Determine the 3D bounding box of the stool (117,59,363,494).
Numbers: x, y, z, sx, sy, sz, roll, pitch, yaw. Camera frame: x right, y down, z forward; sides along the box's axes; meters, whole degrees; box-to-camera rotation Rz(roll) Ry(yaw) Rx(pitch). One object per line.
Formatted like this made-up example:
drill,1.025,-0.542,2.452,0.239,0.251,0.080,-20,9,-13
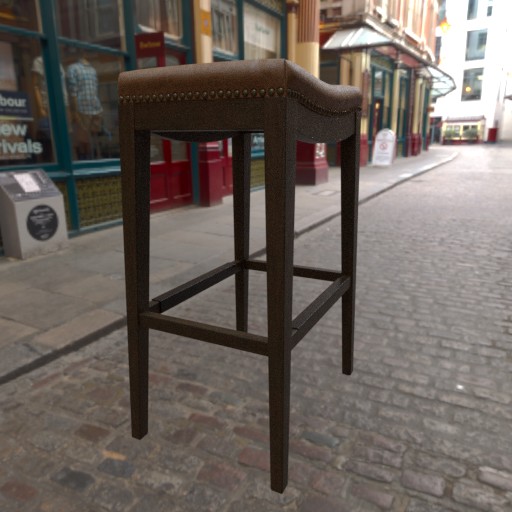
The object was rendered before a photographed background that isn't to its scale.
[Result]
stool,0.000,0.000,1.015,0.361,0.759,0.500,7,17,26
